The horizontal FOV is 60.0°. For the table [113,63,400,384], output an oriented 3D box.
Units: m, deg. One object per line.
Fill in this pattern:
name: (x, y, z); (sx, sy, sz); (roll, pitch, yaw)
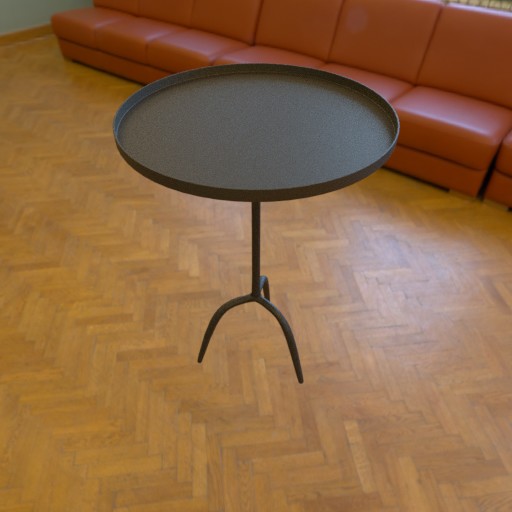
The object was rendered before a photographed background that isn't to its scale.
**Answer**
table: (0.000, 0.000, 1.032); (0.502, 0.700, 0.502); (27, 49, 26)
